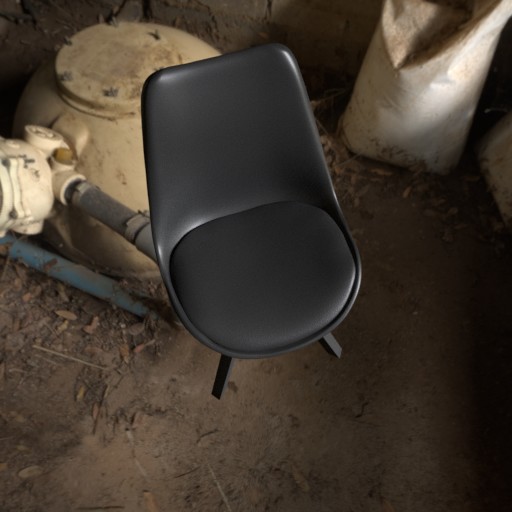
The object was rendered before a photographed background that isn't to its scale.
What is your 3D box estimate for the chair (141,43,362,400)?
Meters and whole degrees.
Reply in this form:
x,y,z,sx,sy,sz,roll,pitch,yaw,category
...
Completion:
x,y,z,sx,sy,sz,roll,pitch,yaw,category
0.000,0.000,1.153,0.485,0.850,0.530,-17,66,-8,chair
